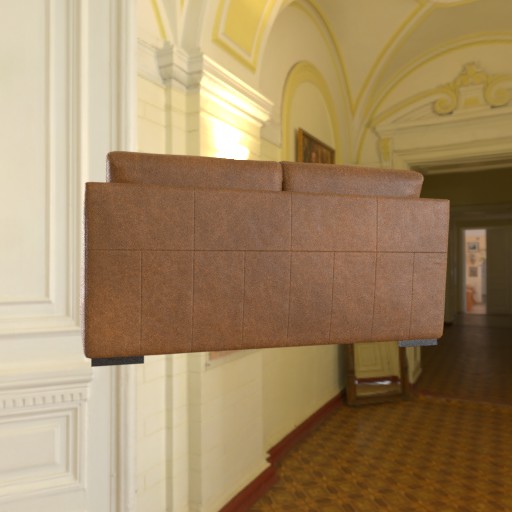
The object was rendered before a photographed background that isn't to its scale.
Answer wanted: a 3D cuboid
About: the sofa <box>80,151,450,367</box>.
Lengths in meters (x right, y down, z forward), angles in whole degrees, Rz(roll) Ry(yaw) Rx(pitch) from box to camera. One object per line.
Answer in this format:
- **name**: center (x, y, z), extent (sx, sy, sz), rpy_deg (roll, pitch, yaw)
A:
- **sofa**: center (0.000, 0.000, 2.598), extent (1.880, 0.966, 1.144), rpy_deg (0, -1, -17)
